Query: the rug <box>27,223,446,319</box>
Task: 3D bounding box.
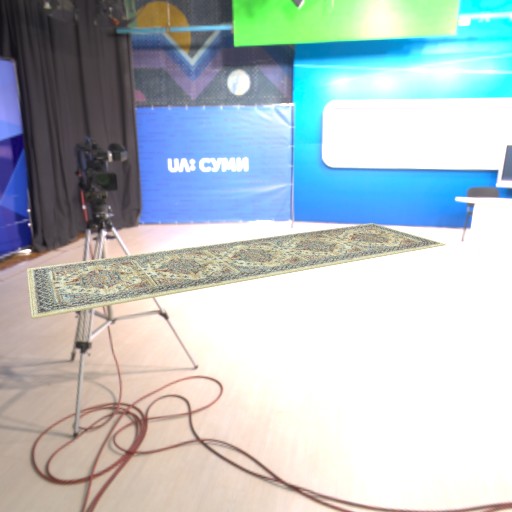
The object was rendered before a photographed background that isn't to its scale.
[{"bbox_3d":[0.000,0.000,2.497,2.297,0.013,0.661,-9,19,-26],"label":"rug"}]
